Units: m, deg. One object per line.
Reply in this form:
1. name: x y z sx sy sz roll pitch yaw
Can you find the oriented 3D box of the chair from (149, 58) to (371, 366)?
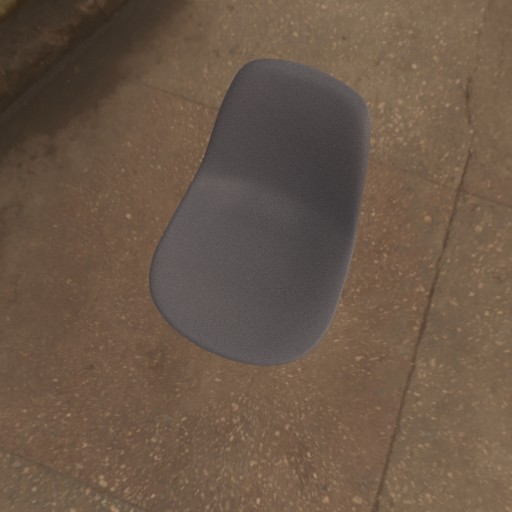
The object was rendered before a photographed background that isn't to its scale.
1. chair: 0.000 0.000 1.140 0.470 0.826 0.533 22 77 6
